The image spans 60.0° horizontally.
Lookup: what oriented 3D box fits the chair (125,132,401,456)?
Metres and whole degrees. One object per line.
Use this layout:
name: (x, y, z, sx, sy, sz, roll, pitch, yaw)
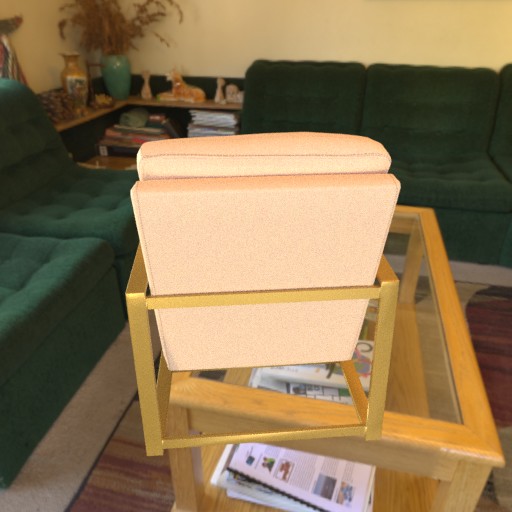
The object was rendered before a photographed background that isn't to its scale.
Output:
chair: (0.000, 0.000, 1.535, 0.758, 0.956, 0.813, -2, 30, -4)
